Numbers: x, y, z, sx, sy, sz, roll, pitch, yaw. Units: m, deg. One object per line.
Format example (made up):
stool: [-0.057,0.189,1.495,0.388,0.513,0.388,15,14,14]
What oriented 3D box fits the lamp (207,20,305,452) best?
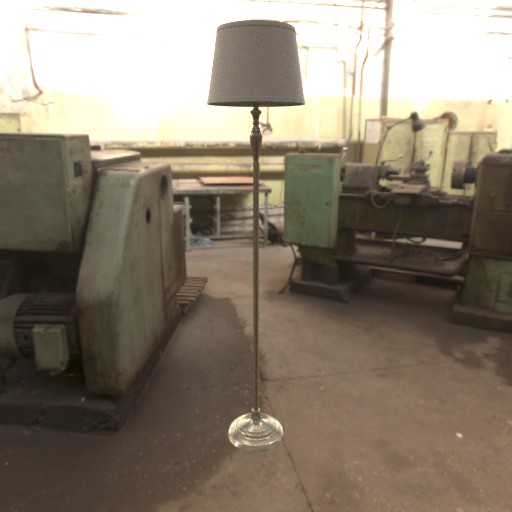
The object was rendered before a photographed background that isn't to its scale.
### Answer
lamp: [0.000,0.000,1.621,0.327,1.506,0.327,-3,16,-9]
